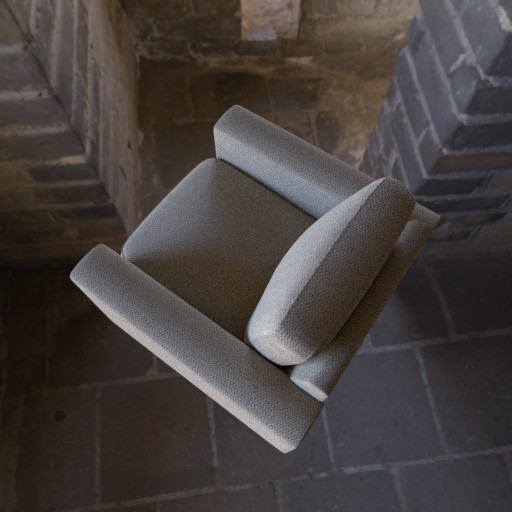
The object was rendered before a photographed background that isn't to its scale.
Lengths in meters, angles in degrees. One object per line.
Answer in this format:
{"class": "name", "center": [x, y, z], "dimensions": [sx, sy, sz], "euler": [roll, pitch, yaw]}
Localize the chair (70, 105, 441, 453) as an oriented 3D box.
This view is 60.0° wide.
{"class": "chair", "center": [0.000, 0.000, 1.734], "dimensions": [1.016, 0.873, 1.005], "euler": [33, 69, 14]}
